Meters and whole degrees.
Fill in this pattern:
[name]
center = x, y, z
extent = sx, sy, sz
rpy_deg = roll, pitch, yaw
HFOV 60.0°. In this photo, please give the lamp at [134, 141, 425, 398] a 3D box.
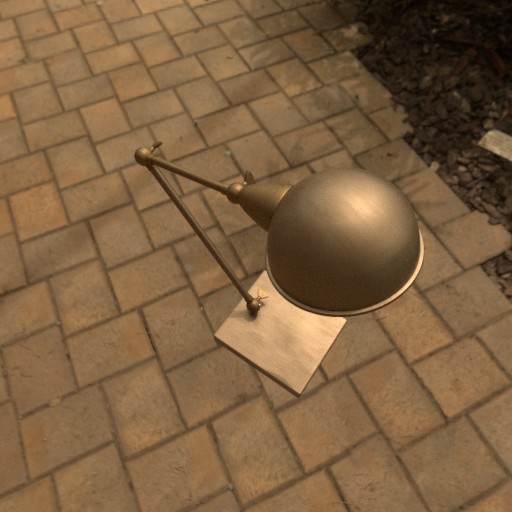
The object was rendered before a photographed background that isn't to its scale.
[lamp]
center = 0.000, 0.000, 0.542
extent = 0.339, 0.371, 0.149
rpy_deg = 31, 64, 17
